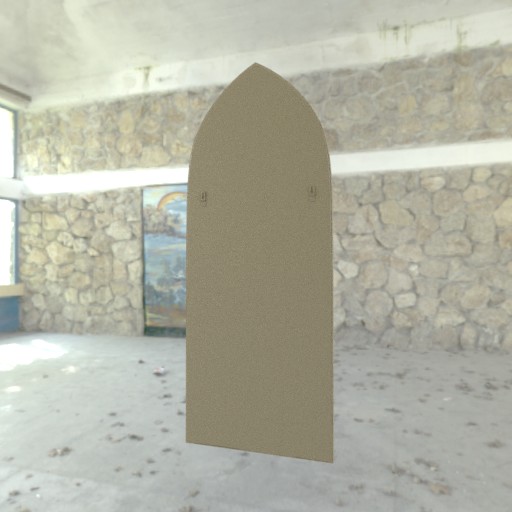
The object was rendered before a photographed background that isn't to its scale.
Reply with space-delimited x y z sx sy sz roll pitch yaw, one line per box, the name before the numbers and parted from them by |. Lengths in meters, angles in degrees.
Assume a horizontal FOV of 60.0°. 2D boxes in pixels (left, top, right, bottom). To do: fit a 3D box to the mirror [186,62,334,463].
mirror | 0.000 0.000 1.340 0.464 1.175 0.025 0 -1 18
